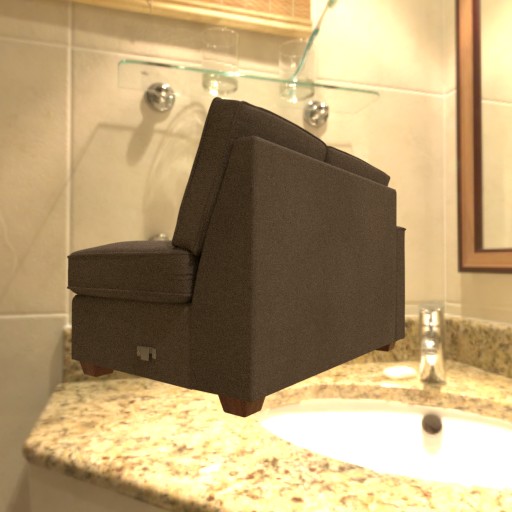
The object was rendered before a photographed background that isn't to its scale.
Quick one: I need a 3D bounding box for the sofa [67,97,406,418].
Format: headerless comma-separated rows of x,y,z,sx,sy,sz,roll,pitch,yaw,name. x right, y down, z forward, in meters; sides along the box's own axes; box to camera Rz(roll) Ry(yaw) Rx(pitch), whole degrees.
0.000,0.000,2.097,0.991,0.989,1.388,-1,-1,36,sofa
